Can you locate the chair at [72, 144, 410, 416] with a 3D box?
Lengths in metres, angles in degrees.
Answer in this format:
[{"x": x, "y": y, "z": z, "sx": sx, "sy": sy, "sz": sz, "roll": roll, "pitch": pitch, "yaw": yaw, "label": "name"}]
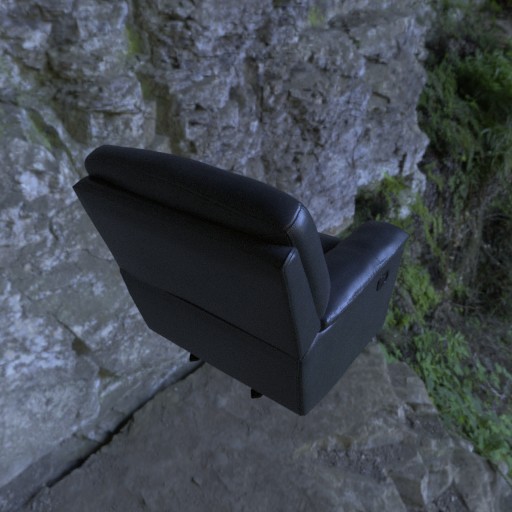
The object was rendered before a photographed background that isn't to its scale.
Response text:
[{"x": 0.000, "y": 0.000, "z": 2.023, "sx": 1.096, "sy": 1.109, "sz": 1.087, "roll": 21, "pitch": 36, "yaw": 32, "label": "chair"}]
